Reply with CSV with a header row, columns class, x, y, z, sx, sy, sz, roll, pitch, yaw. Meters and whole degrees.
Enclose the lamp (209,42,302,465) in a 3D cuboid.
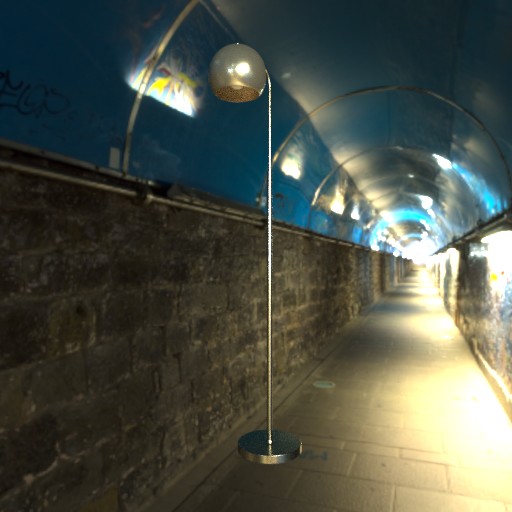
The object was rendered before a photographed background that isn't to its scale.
class,x,y,z,sx,sy,sz,roll,pitch,yaw
lamp,0.000,0.000,1.670,0.250,1.526,0.431,0,0,36
